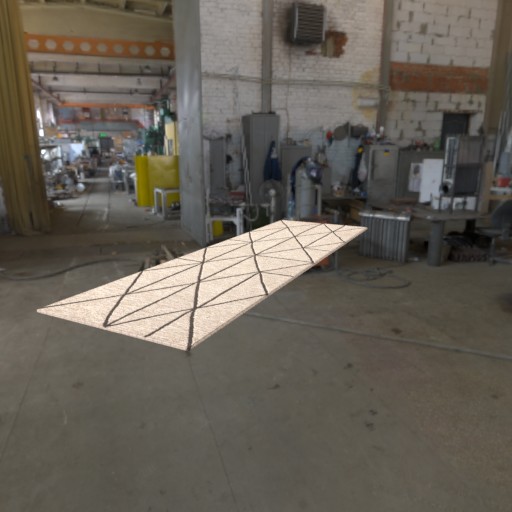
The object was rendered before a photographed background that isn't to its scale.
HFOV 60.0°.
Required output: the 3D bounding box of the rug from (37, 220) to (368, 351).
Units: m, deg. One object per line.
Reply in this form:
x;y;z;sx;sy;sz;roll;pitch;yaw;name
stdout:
0.000;0.000;2.693;0.762;0.012;2.438;7;16;27;rug
